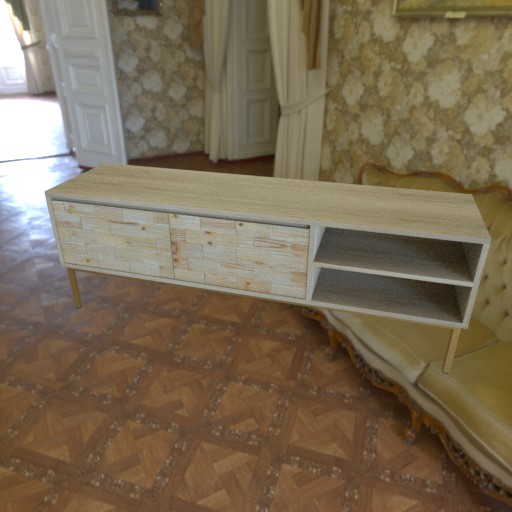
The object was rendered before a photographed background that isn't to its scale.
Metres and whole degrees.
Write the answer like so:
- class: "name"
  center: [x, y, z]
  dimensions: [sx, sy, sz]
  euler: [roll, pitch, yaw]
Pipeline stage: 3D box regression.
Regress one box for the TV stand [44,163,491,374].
- class: "TV stand"
  center: [0.000, 0.000, 1.840]
  dimensions: [1.600, 0.550, 0.420]
  euler: [7, 28, 14]
